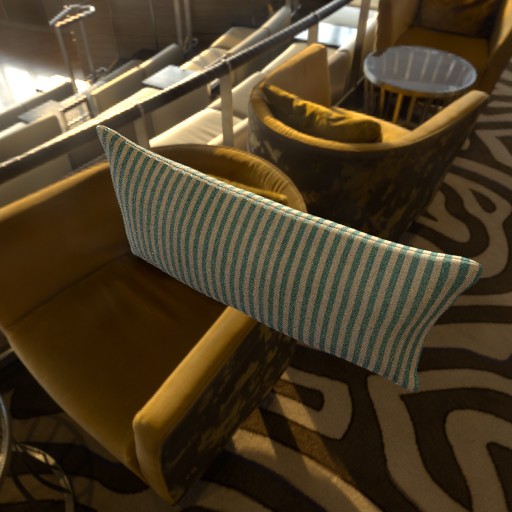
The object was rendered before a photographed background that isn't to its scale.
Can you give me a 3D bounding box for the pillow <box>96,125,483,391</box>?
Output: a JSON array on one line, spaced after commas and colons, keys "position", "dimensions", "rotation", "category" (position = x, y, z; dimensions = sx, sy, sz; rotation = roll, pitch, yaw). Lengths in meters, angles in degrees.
[{"position": [0.000, 0.000, 0.725], "dimensions": [0.617, 0.295, 0.151], "rotation": [24, 50, 21], "category": "pillow"}]
